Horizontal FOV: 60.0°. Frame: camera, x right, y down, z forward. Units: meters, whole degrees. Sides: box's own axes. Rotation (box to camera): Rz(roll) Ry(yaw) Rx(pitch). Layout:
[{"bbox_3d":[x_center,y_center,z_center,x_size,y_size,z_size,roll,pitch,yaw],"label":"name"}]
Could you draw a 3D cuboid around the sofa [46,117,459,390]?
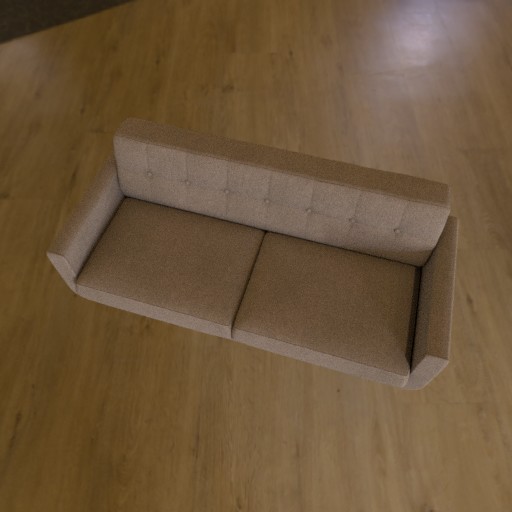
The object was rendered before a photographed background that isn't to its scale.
[{"bbox_3d":[0.000,0.000,2.450,2.029,0.841,0.909,14,58,9],"label":"sofa"}]
